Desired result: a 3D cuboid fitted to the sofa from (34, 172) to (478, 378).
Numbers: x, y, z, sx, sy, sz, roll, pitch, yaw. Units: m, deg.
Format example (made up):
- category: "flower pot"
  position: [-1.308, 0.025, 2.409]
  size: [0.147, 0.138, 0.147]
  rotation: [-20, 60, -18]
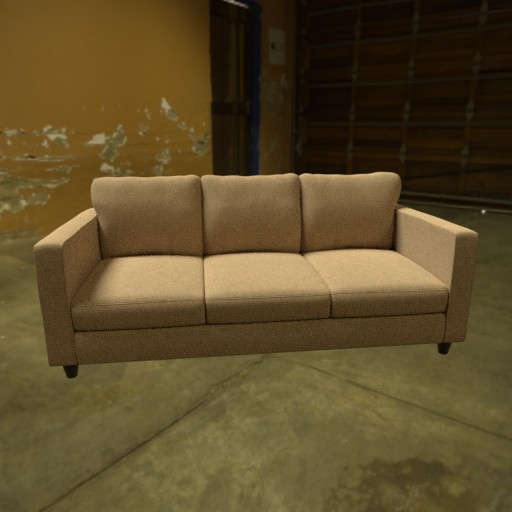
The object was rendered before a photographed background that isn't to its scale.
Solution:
- category: "sofa"
  position: [0.000, 0.000, 2.295]
  size: [1.855, 0.800, 0.930]
  rotation: [-2, 15, -7]
